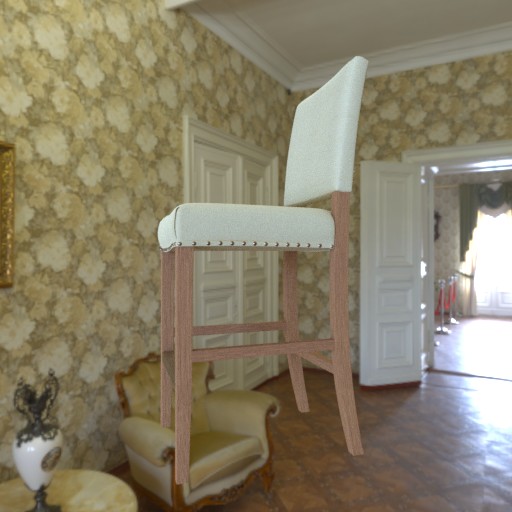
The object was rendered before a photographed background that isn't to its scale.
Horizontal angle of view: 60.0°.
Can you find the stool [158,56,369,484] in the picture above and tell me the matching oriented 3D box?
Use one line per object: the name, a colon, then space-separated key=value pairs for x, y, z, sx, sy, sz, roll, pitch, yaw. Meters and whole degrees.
stool: x=0.000 y=0.000 z=1.421 sx=0.584 sy=1.168 sz=0.445 roll=0 pitch=0 yaw=-18
